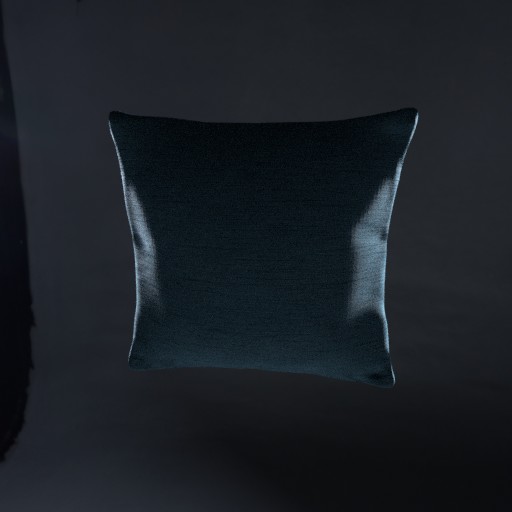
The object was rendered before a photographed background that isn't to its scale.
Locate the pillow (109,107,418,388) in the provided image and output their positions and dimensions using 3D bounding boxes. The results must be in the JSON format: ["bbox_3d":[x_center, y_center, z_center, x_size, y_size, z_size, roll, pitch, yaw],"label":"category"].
[{"bbox_3d":[0.000,0.000,0.657,0.433,0.415,0.151,2,15,7],"label":"pillow"}]
